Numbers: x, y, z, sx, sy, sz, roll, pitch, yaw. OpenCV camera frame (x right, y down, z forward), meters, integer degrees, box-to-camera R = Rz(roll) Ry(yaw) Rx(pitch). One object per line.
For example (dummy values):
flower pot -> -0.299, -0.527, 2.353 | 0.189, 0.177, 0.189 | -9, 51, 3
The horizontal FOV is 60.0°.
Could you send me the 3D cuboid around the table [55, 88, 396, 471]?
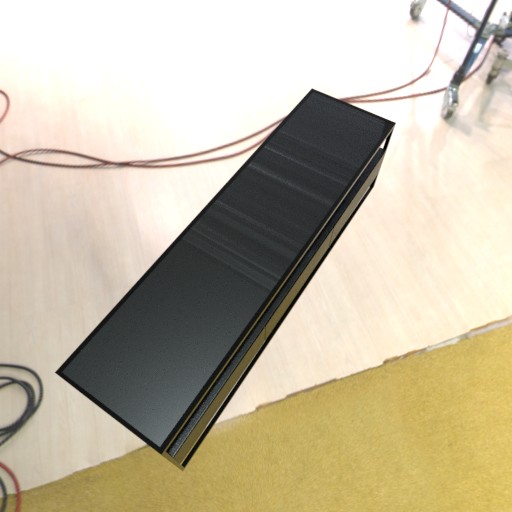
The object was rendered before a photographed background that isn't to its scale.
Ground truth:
table -> 0.000, 0.000, 1.701 | 0.399, 0.395, 1.486 | 29, 63, 17
